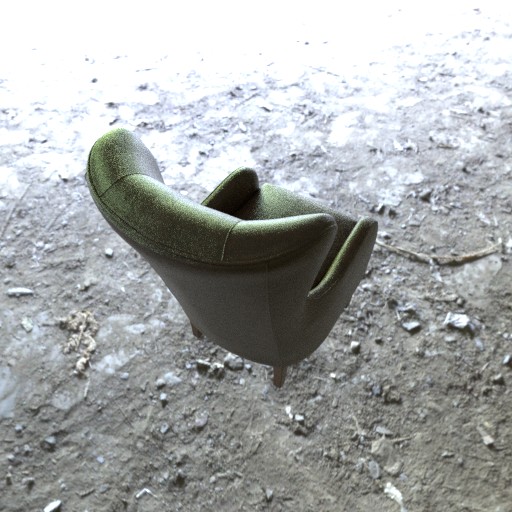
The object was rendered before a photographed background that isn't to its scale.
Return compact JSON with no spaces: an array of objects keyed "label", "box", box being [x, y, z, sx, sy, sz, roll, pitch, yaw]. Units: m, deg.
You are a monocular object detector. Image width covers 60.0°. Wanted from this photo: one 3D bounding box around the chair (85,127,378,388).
[{"label":"chair","box":[0.000,0.000,1.596,0.692,1.048,0.914,27,53,22]}]
